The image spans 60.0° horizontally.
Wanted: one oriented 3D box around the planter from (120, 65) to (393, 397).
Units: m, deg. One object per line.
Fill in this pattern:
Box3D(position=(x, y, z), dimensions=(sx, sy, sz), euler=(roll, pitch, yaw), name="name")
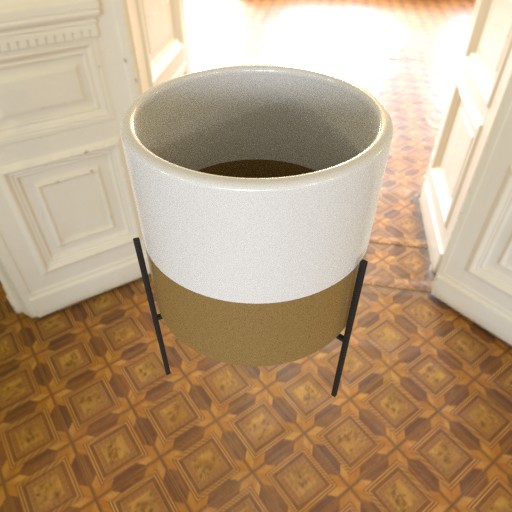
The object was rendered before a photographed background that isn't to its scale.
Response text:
Box3D(position=(0.000, 0.000, 0.637), dimensions=(0.310, 0.432, 0.310), euler=(-27, 49, -26), name="planter")
